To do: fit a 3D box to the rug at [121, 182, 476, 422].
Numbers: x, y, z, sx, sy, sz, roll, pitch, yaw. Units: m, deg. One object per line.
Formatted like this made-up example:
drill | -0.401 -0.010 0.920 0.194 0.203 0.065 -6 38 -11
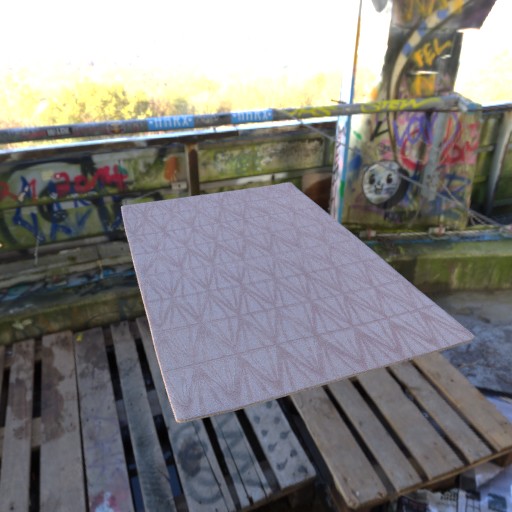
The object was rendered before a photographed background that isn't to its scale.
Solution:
rug | 0.000 0.000 2.339 1.230 0.025 1.837 -11 32 -17
